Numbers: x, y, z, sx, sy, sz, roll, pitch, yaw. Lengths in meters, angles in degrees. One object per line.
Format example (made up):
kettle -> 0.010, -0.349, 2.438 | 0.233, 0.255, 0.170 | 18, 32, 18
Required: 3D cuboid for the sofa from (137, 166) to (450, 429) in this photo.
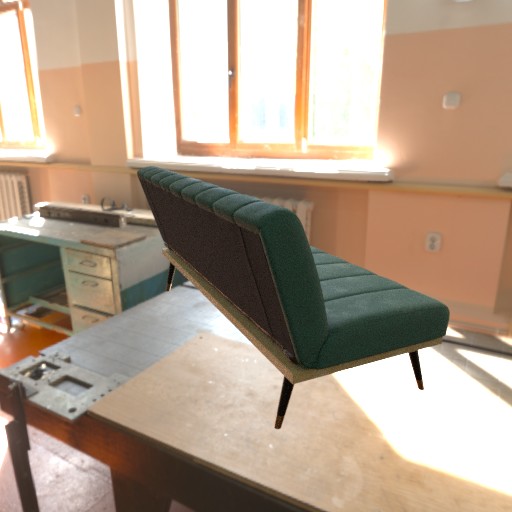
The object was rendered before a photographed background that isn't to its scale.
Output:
sofa -> 0.000, 0.000, 2.297 | 0.830, 0.820, 1.810 | -7, 18, -24
